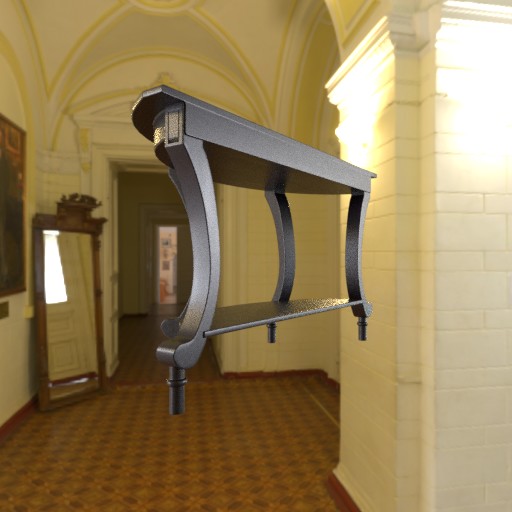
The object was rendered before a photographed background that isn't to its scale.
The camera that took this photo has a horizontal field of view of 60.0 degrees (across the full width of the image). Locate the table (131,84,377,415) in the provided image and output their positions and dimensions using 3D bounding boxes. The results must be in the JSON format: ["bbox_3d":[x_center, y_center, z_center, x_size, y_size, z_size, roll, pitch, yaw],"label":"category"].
[{"bbox_3d":[0.000,0.000,1.496,0.394,0.692,1.198,0,0,36],"label":"table"}]
